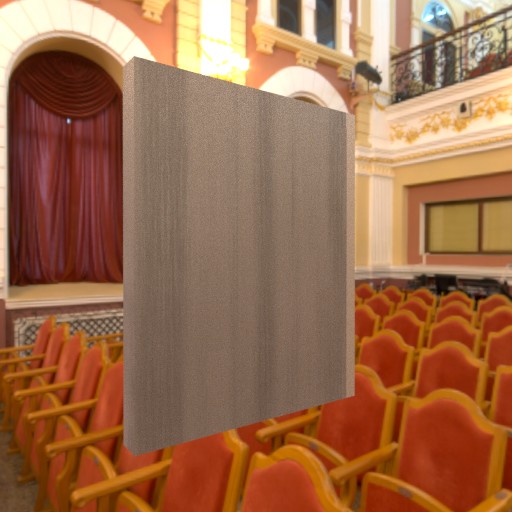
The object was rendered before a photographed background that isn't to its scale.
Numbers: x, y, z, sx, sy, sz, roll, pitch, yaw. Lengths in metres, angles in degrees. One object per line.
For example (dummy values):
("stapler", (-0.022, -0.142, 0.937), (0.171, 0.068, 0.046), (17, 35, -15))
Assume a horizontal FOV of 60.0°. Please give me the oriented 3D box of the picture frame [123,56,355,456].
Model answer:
("picture frame", (0.000, 0.000, 0.764), (0.449, 0.555, 0.046), (0, 0, -36))
